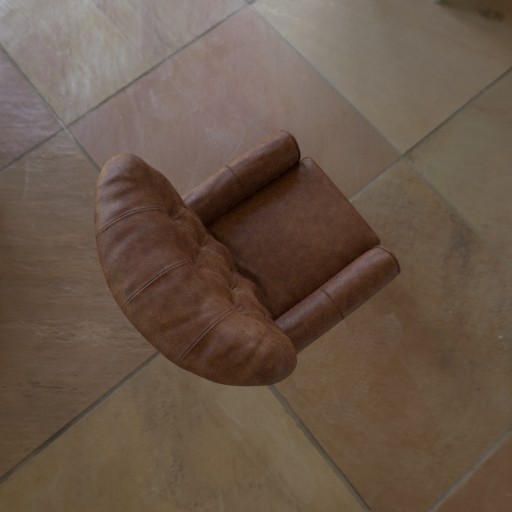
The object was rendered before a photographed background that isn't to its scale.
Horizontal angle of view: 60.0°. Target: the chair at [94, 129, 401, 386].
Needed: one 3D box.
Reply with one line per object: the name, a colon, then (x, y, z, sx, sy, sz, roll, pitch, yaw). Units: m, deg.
chair: (0.000, 0.000, 1.959, 1.059, 1.164, 0.951, -35, 78, -9)
